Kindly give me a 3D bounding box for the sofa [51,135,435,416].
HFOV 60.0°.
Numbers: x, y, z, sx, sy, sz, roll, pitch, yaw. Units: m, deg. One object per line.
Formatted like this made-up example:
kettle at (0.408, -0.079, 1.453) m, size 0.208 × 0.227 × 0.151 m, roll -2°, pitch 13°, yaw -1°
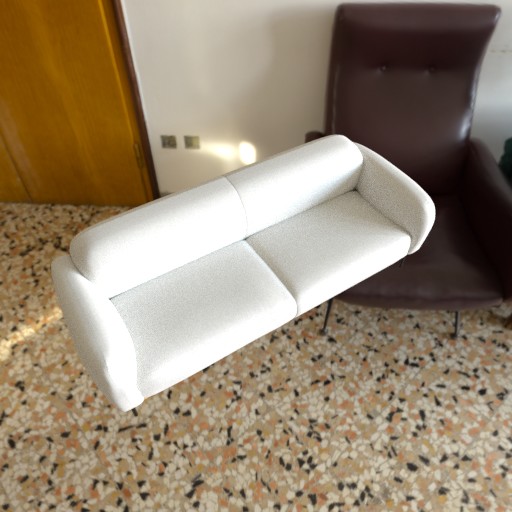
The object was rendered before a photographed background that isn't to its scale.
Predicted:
sofa at (0.000, 0.000, 2.731) m, size 2.257 × 0.780 × 0.880 m, roll -25°, pitch 52°, yaw -22°
